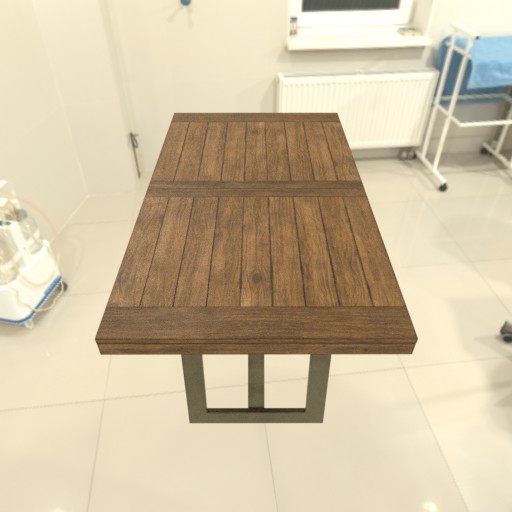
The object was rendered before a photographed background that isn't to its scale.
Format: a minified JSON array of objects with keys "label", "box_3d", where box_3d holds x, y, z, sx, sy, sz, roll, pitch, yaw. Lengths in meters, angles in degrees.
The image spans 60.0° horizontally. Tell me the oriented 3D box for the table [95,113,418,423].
[{"label":"table","box_3d":[0.000,0.000,2.148,0.931,0.757,1.641,0,40,0]}]
